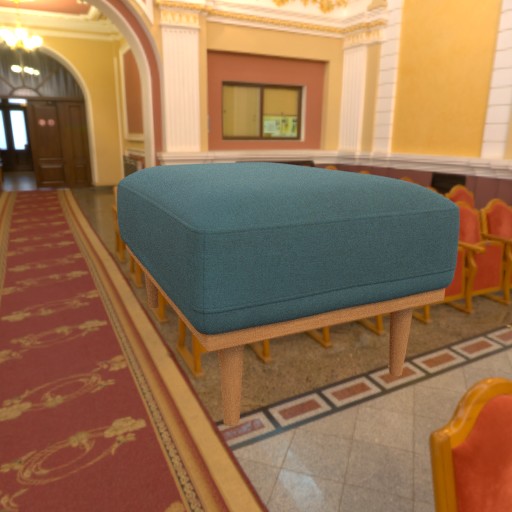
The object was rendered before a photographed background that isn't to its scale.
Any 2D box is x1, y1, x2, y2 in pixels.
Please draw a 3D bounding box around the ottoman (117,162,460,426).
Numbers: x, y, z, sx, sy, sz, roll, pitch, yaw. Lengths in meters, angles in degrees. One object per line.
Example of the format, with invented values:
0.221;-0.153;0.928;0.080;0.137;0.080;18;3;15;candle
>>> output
0.000;0.000;1.089;0.549;0.428;0.749;-7;17;-25;ottoman
